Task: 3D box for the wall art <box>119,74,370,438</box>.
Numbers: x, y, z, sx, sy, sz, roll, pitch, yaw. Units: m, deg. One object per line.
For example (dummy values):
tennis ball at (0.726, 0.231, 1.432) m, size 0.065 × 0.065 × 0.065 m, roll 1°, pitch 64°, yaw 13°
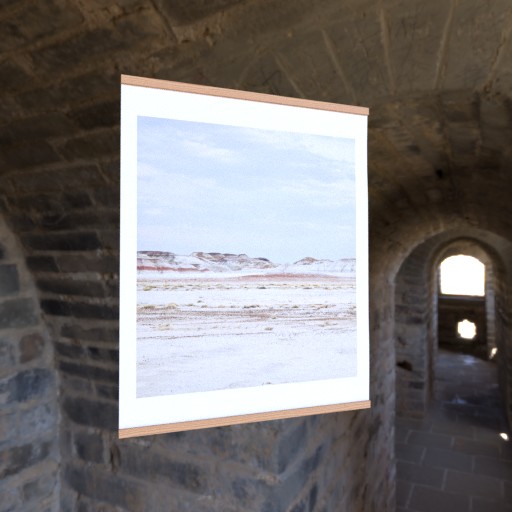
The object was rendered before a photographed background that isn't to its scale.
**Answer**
wall art at (0.000, 0.000, 0.688) m, size 0.404 × 0.507 × 0.010 m, roll 0°, pitch -1°, yaw -19°
